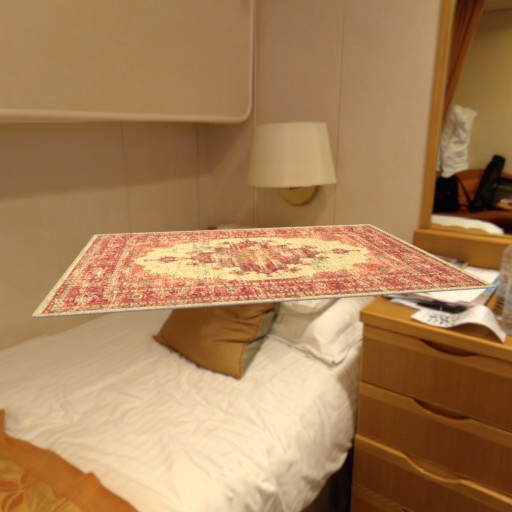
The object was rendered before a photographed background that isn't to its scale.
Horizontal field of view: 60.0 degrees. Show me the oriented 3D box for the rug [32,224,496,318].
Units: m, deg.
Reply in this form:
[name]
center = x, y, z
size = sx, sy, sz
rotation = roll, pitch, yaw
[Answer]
[rug]
center = 0.000, 0.000, 3.636
size = 2.878, 0.014, 2.005
rotation = -3, 16, -9
